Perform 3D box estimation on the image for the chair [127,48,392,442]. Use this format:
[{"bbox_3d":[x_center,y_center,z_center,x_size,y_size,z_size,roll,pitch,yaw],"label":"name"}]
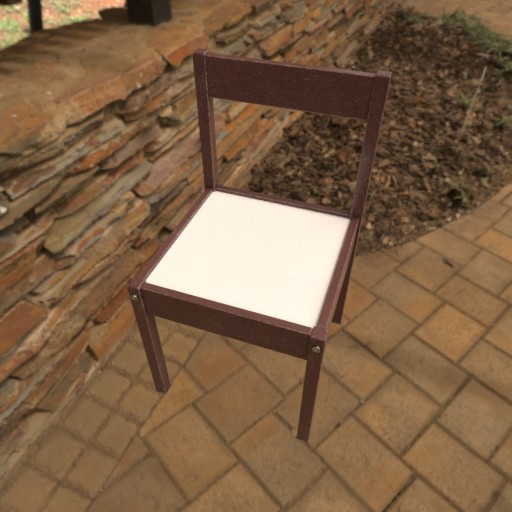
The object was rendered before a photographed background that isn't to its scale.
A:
[{"bbox_3d":[0.000,0.000,0.694,0.285,0.505,0.285,13,44,14],"label":"chair"}]
